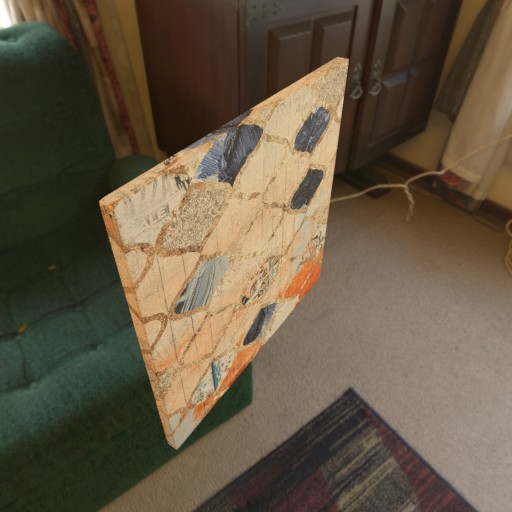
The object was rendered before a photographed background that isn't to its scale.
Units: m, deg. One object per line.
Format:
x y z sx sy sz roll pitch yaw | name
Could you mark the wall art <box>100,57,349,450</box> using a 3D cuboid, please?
0.000 0.000 1.340 0.039 0.914 0.912 25 47 25 | wall art
